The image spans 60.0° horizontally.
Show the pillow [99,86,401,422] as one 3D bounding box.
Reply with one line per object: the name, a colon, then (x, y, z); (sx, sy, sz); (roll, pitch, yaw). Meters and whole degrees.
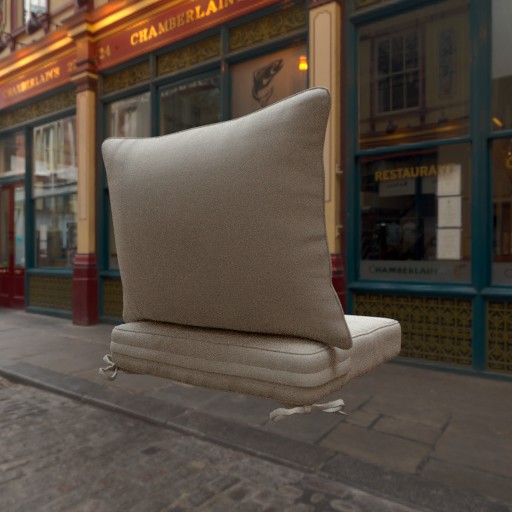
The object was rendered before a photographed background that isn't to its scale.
pillow: (0.000, 0.000, 1.374); (0.798, 0.716, 0.733); (0, -1, 35)
